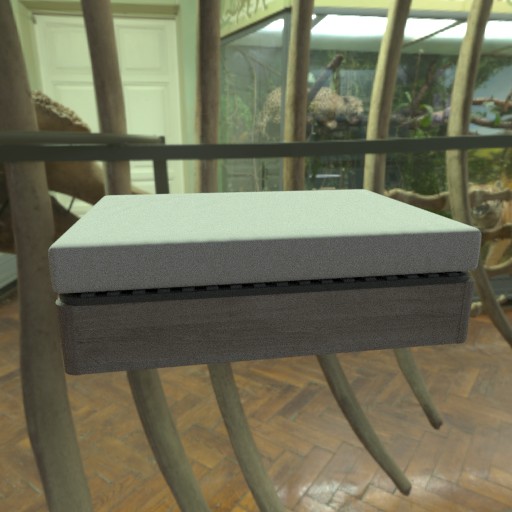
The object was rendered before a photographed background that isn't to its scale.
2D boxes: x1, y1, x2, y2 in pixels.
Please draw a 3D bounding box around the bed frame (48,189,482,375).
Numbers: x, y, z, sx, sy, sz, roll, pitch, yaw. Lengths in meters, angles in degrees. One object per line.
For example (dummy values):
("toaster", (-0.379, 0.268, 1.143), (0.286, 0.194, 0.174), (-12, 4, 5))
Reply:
("bed frame", (0.000, 0.000, 2.588), (1.900, 0.561, 1.400), (-3, 17, -9))
